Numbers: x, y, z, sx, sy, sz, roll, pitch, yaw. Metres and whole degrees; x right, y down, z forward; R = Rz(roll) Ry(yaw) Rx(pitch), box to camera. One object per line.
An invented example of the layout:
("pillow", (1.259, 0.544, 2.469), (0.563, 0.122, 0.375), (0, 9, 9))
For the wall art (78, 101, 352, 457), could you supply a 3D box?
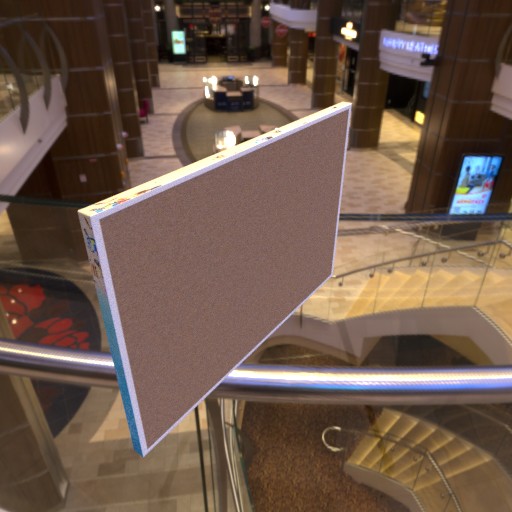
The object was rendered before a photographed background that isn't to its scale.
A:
("wall art", (0.000, 0.000, 1.455), (0.040, 0.769, 1.136), (21, 38, 30))
